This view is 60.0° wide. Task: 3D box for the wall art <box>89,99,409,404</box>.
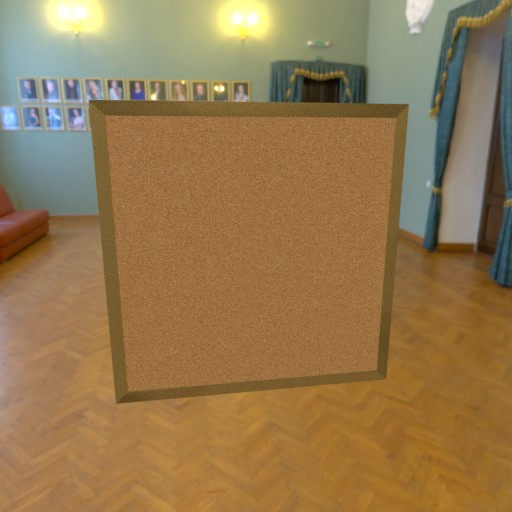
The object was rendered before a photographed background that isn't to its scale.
[{"bbox_3d":[0.000,0.000,0.776,0.507,0.508,0.038,-2,15,-9],"label":"wall art"}]
